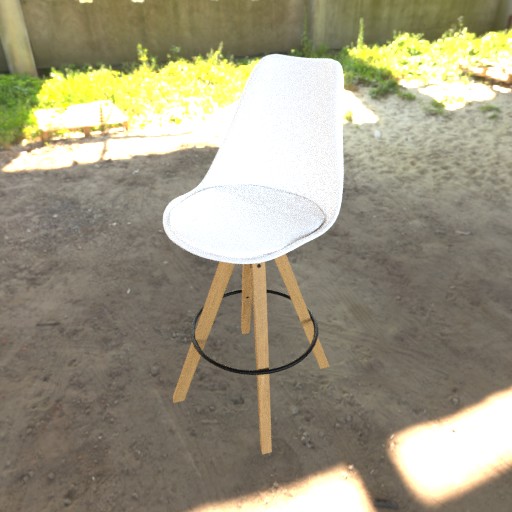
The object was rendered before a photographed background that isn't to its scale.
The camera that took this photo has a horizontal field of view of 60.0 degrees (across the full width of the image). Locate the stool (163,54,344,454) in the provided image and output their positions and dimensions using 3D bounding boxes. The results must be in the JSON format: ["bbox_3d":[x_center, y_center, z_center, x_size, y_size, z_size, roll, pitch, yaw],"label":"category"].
[{"bbox_3d":[0.000,0.000,1.414,0.482,1.115,0.549,19,36,27],"label":"stool"}]
